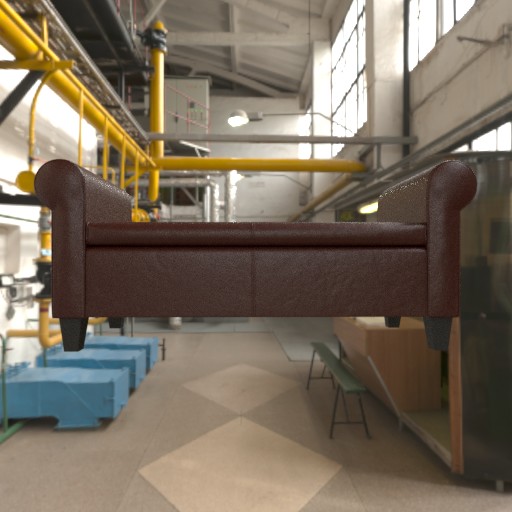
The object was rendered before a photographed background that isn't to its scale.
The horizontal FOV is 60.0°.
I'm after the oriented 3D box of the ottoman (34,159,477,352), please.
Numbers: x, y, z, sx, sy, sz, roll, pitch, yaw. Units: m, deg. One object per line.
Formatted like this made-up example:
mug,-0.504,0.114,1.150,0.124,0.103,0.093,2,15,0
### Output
ottoman,0.000,0.000,1.502,1.256,0.547,0.521,0,0,-1
